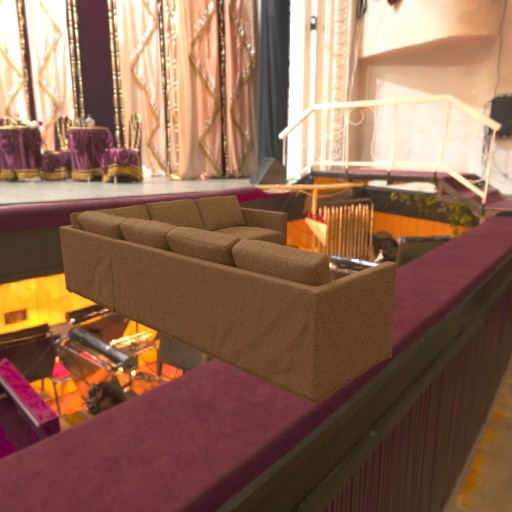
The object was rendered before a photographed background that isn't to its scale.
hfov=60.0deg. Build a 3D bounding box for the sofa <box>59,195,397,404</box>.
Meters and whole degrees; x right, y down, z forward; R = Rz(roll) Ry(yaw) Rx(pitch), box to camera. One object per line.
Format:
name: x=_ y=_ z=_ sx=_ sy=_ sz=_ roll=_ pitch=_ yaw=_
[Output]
sofa: x=0.000 y=0.000 z=4.304 sx=3.182 sy=0.871 sz=2.432 roll=12 pitch=18 yaw=42
